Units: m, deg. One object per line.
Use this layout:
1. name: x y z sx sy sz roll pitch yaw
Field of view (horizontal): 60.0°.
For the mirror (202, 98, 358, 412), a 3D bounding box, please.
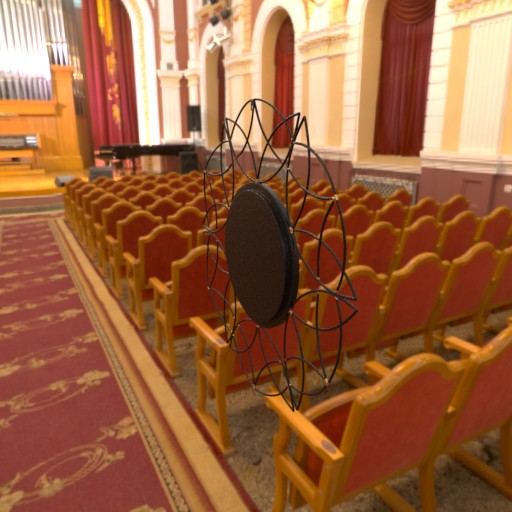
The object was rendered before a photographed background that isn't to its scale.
1. mirror: 0.000 0.000 1.153 0.028 0.775 0.797 -8 17 -26
